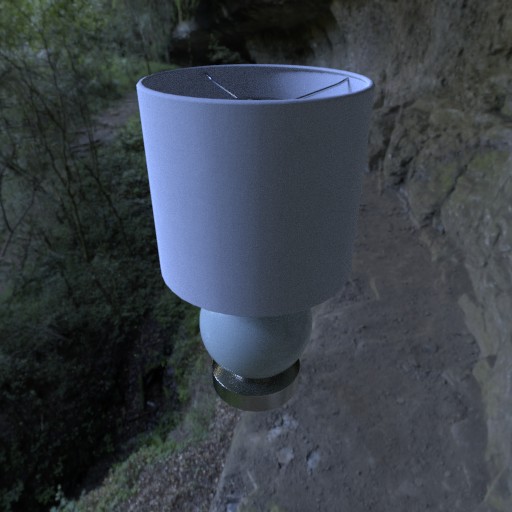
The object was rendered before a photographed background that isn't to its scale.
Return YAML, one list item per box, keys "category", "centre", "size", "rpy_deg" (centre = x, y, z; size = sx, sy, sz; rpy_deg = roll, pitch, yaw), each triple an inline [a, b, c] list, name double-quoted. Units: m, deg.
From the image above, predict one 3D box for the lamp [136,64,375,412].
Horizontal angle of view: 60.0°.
- category: "lamp"
  centre: [0.000, 0.000, 0.470]
  size: [0.201, 0.353, 0.201]
  rpy_deg: [18, 35, 28]
